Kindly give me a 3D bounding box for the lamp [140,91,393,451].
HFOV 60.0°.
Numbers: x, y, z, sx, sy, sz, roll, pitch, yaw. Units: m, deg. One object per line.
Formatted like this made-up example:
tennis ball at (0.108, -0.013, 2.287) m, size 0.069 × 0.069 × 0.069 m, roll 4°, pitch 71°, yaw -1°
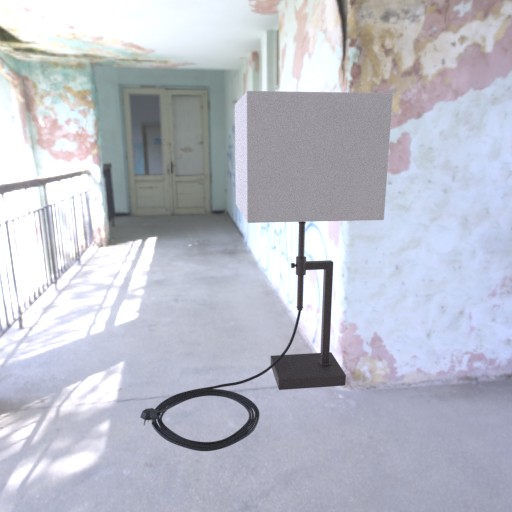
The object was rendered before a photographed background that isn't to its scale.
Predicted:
lamp at (0.000, 0.000, 0.966) m, size 0.504 × 0.660 × 0.399 m, roll -2°, pitch 14°, yaw -7°
